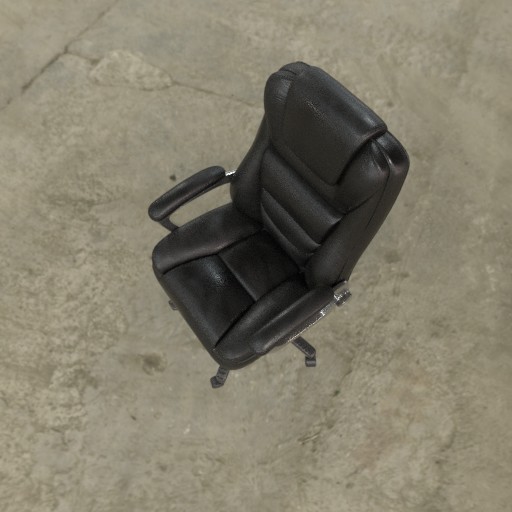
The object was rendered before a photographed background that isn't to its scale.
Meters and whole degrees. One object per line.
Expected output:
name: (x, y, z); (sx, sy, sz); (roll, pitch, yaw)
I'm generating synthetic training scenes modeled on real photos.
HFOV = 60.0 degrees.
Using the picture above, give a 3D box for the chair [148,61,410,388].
chair: (0.000, 0.000, 1.511); (0.689, 1.075, 0.697); (-34, 67, -16)
